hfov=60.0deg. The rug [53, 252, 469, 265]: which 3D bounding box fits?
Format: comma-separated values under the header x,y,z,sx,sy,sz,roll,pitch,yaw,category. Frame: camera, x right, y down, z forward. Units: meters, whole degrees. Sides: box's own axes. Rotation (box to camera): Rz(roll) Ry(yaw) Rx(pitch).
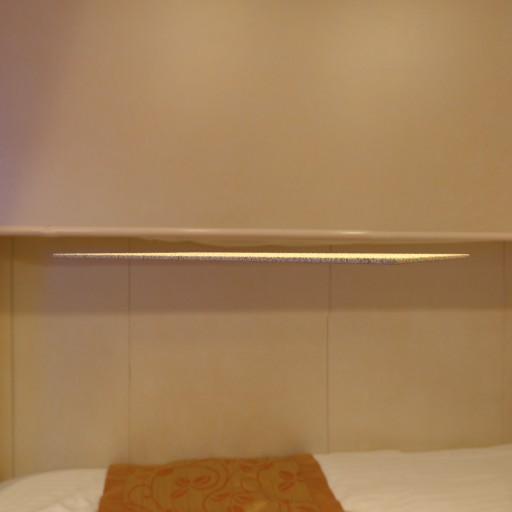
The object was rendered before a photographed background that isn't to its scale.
x,y,z,sx,sy,sz,roll,pitch,yaw,category
0.000,0.000,2.940,2.349,0.025,1.500,1,1,36,rug
